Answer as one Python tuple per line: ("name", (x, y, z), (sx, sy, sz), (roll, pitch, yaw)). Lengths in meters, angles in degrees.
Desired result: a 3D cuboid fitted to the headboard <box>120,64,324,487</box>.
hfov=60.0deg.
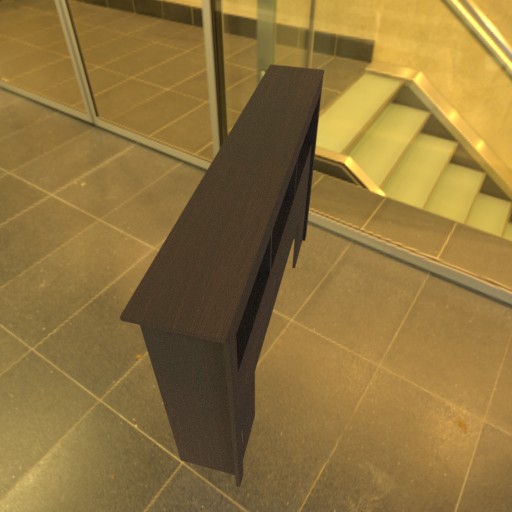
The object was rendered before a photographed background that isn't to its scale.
("headboard", (0.000, 0.000, 2.048), (0.279, 1.092, 1.671), (10, 45, 10))
